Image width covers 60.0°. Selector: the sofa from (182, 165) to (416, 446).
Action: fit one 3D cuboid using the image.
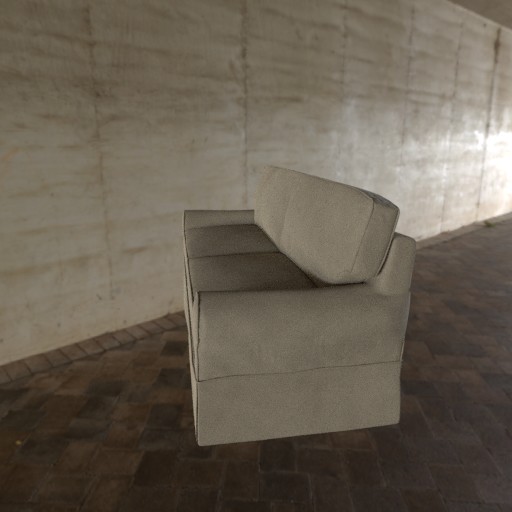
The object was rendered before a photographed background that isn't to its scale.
[{"bbox_3d":[0.000,0.000,2.716,0.900,1.014,2.246,-3,15,-10],"label":"sofa"}]
